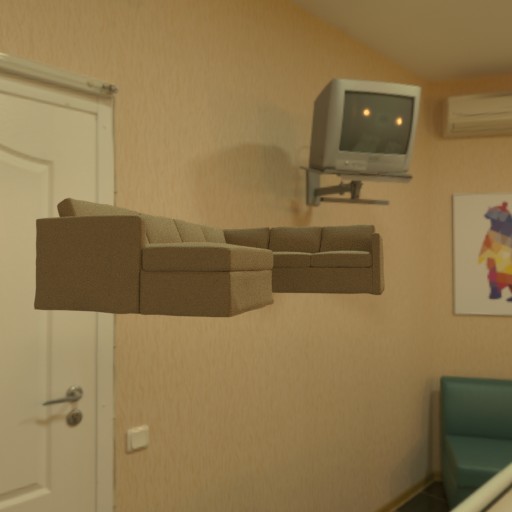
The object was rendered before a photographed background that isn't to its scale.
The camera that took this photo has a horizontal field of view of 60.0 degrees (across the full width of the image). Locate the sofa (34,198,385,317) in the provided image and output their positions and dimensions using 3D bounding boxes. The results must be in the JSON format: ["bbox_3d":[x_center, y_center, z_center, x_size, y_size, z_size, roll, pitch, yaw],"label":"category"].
[{"bbox_3d":[0.000,0.000,4.650,2.476,0.878,3.528,0,-1,18],"label":"sofa"}]
